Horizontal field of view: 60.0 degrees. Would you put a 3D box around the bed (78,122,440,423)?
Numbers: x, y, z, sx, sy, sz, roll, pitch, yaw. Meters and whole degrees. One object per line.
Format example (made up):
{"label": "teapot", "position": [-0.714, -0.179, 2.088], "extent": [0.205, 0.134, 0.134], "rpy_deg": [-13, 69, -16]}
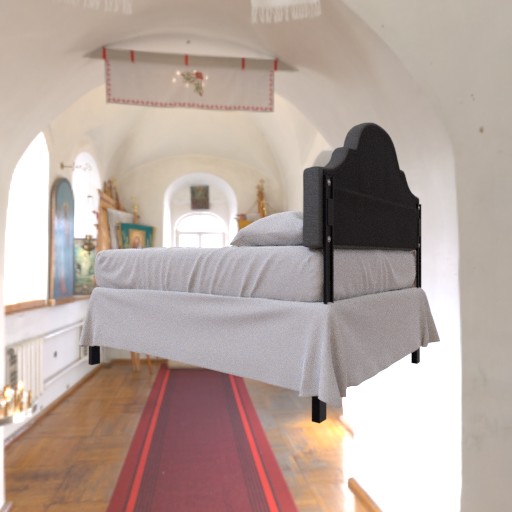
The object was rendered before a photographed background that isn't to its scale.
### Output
{"label": "bed", "position": [0.000, 0.000, 3.357], "extent": [2.222, 1.634, 1.780], "rpy_deg": [0, 0, 37]}
